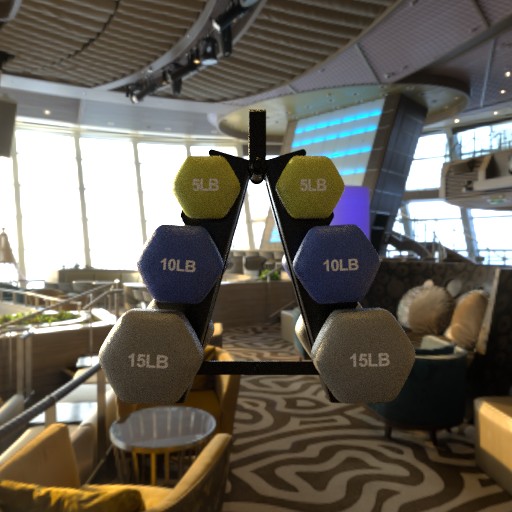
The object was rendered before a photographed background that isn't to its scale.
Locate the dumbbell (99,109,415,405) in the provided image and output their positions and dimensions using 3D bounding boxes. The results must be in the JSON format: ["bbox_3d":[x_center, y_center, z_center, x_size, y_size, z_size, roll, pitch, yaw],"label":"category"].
[{"bbox_3d":[0.000,0.000,0.686,0.416,0.426,0.261,0,1,0],"label":"dumbbell"}]
